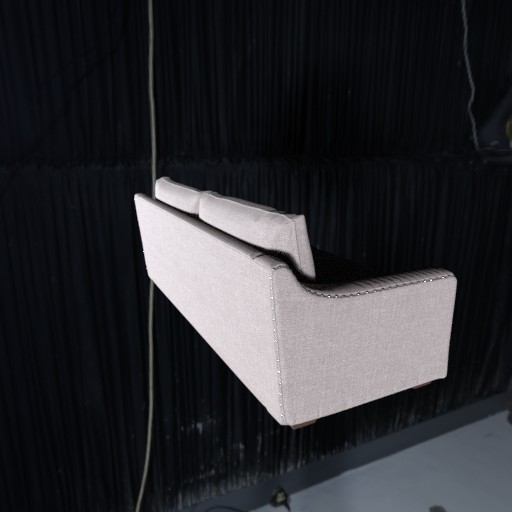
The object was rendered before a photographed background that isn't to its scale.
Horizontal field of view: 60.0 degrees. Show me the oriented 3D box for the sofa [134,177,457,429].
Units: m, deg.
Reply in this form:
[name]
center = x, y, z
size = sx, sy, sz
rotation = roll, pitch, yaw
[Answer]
[sofa]
center = 0.000, 0.000, 2.755
size = 1.000, 0.857, 2.208
rotation = -8, 17, -26
